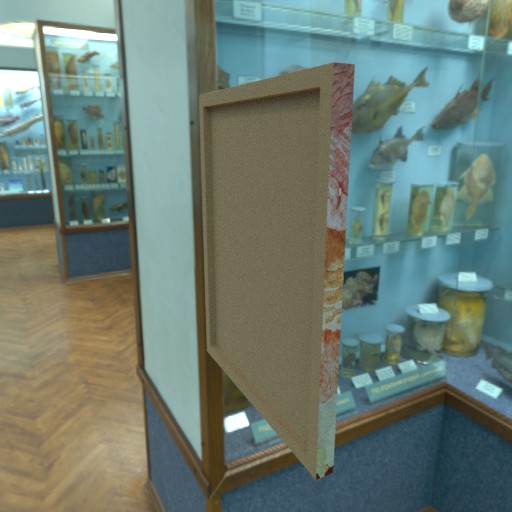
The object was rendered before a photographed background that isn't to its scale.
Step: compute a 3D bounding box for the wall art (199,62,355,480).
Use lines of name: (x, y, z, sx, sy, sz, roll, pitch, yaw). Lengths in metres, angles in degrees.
wall art: (0.000, 0.000, 0.696, 0.028, 0.508, 0.406, -7, 17, -26)
